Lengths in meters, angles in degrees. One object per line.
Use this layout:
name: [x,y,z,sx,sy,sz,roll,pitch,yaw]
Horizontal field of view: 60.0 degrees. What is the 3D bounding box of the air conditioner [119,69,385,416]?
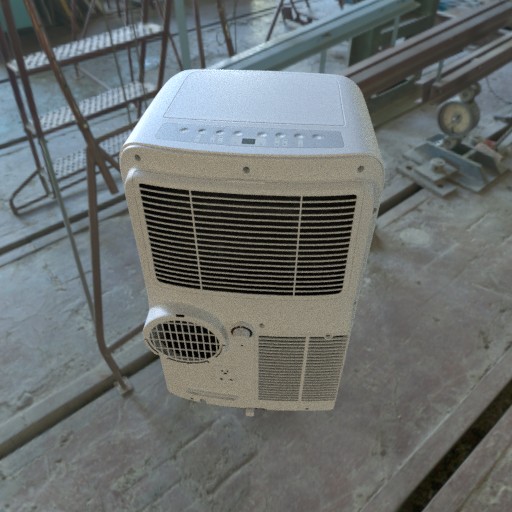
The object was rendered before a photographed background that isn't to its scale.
air conditioner: [0.000,0.000,1.051,0.478,0.765,0.467,4,45,3]
